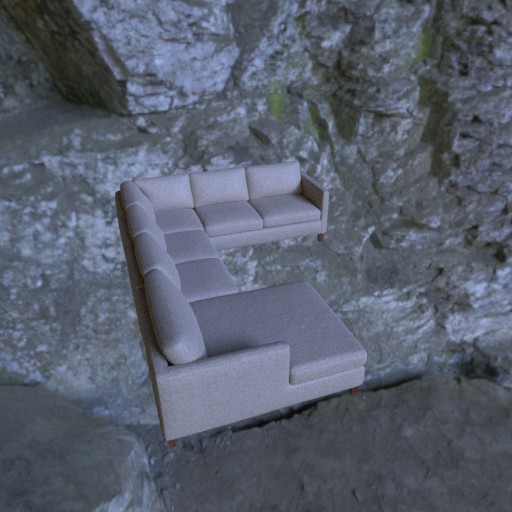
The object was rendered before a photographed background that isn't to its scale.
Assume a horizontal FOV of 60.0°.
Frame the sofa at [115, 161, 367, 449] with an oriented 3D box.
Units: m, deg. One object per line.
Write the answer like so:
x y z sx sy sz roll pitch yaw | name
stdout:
0.000 0.000 4.585 2.551 0.889 3.403 -10 31 -17 | sofa
